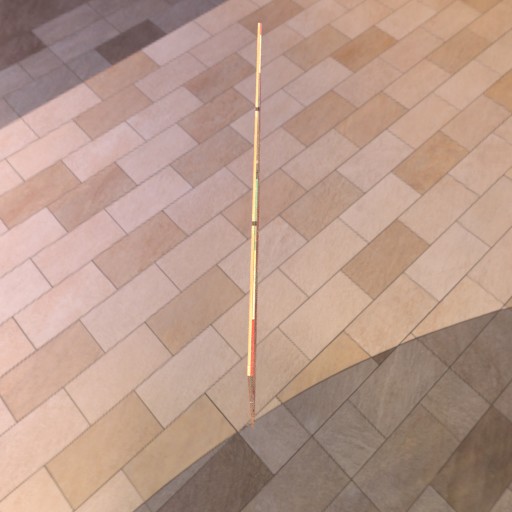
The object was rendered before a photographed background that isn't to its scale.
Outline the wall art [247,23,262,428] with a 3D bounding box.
[{"bbox_3d":[0.000,0.000,1.826,0.013,1.220,1.216,1,64,1],"label":"wall art"}]
